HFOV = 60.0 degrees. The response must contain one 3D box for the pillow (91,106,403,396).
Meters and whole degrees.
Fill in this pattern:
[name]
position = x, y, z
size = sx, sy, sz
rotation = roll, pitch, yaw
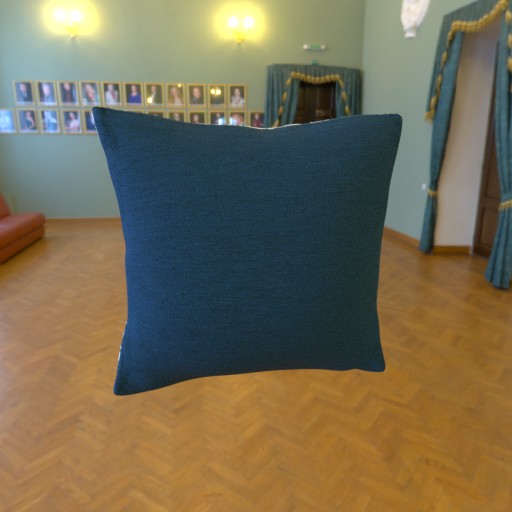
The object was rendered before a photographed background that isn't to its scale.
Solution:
[pillow]
position = 0.000, 0.000, 0.662
size = 0.440, 0.420, 0.145
rotation = -2, 15, -10
